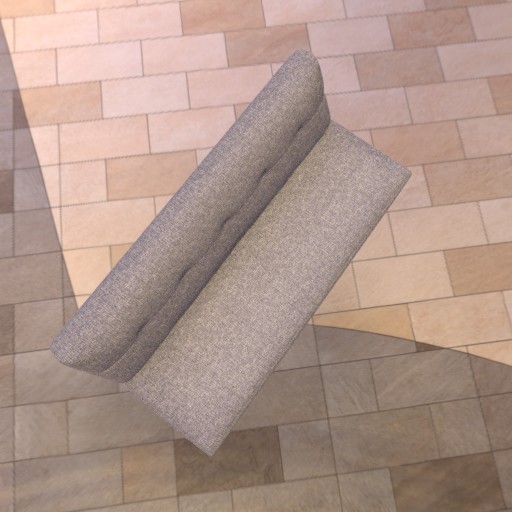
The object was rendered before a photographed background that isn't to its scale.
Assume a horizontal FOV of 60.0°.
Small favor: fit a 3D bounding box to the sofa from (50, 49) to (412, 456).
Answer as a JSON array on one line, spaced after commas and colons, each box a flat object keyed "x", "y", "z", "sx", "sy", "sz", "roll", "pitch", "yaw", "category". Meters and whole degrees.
[{"x": 0.000, "y": 0.000, "z": 2.259, "sx": 0.820, "sy": 0.770, "sz": 1.820, "roll": 36, "pitch": 79, "yaw": 8, "category": "sofa"}]
